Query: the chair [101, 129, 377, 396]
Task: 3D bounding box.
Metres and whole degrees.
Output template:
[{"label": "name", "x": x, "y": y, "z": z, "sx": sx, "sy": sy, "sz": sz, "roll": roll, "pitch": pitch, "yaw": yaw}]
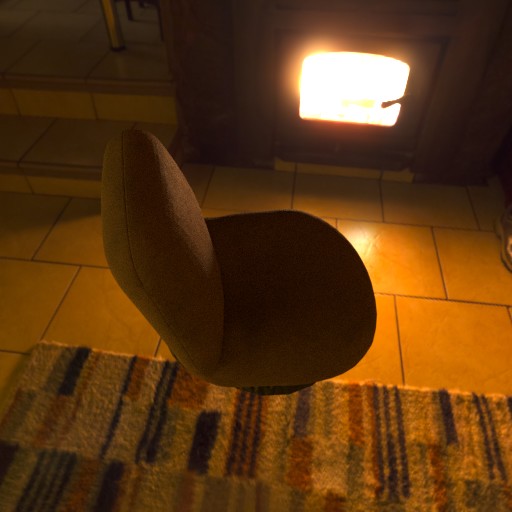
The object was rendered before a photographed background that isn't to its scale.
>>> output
[{"label": "chair", "x": 0.000, "y": 0.000, "z": 1.043, "sx": 0.597, "sy": 0.594, "sz": 0.521, "roll": -9, "pitch": 47, "yaw": -9}]
